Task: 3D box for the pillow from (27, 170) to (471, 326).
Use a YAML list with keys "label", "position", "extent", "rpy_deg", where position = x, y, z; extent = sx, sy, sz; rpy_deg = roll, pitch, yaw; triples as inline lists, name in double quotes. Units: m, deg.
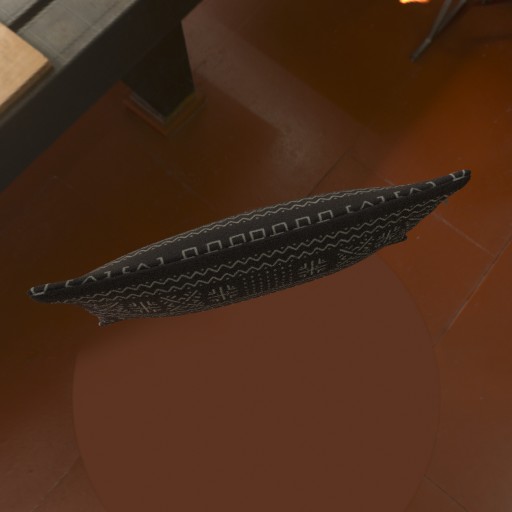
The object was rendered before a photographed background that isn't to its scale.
- label: "pillow"
  position: [0.000, 0.000, 0.778]
  extent: [0.667, 0.322, 0.135]
  rpy_deg: [-16, 75, -4]
